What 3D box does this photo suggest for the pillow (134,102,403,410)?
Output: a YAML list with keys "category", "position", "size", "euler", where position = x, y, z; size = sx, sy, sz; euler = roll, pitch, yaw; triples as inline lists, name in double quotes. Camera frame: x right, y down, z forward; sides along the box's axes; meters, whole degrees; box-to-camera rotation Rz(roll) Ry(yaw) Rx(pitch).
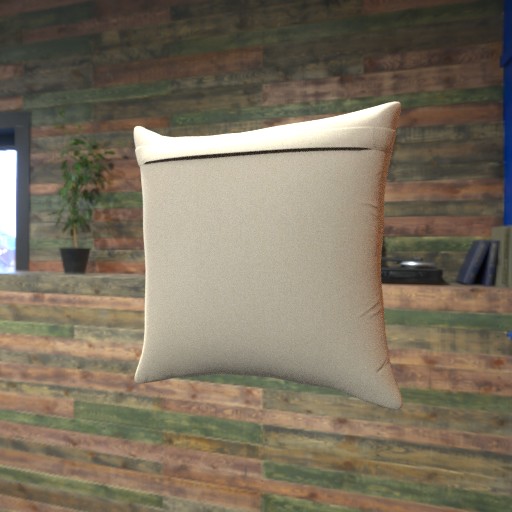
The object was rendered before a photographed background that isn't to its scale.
- category: "pillow"
  position: [0.000, 0.000, 0.643]
  size: [0.405, 0.406, 0.173]
  euler: [0, 1, 18]
